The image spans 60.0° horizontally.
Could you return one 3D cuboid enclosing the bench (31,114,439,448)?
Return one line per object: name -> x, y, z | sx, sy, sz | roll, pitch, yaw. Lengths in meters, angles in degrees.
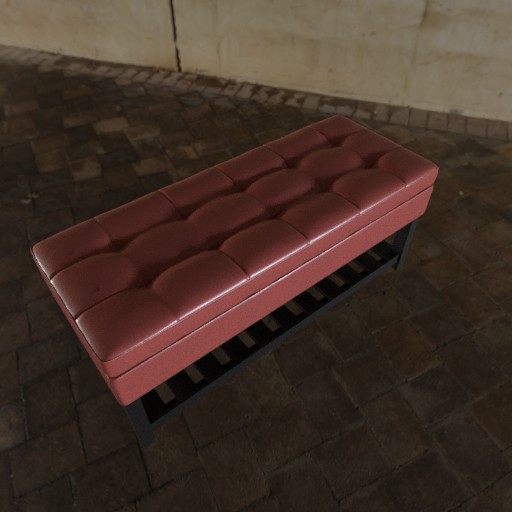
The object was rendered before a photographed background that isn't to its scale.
bench -> 0.000, 0.000, 1.362 | 1.105, 0.460, 0.432 | -29, 52, -26
